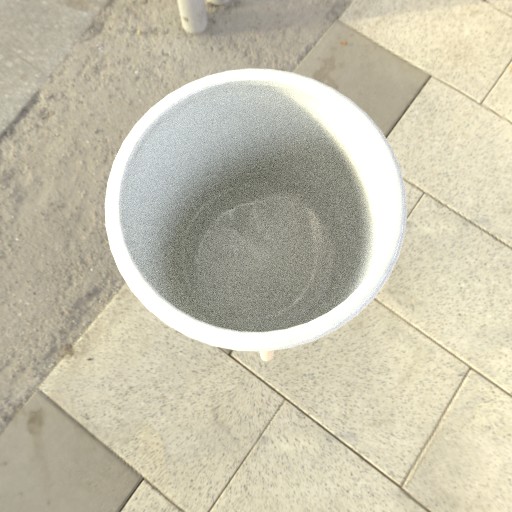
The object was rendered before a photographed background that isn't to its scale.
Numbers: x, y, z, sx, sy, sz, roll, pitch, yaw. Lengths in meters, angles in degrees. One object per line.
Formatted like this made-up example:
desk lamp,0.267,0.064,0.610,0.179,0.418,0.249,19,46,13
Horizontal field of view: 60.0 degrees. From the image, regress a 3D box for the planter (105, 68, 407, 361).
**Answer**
planter,0.000,0.000,0.580,0.265,0.404,0.265,33,77,8
